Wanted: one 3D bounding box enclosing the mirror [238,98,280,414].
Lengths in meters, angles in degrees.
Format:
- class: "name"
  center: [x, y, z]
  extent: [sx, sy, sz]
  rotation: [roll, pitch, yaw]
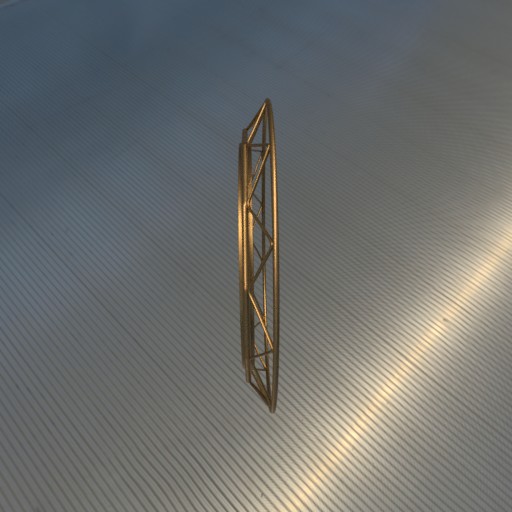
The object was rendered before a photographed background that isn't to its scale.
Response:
- class: "mirror"
  center: [0.000, 0.000, 0.676]
  extent: [0.043, 0.454, 0.454]
  rotation: [-1, 57, -1]
